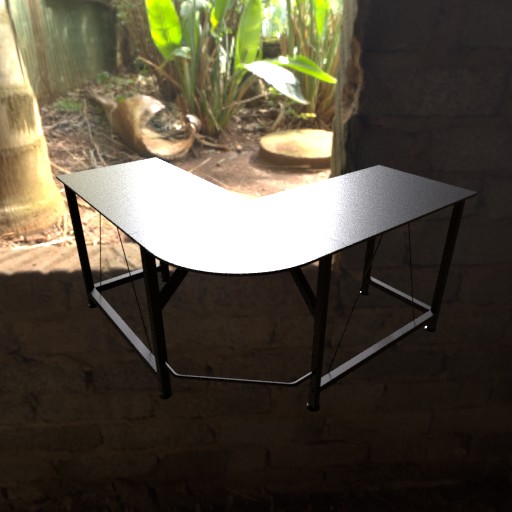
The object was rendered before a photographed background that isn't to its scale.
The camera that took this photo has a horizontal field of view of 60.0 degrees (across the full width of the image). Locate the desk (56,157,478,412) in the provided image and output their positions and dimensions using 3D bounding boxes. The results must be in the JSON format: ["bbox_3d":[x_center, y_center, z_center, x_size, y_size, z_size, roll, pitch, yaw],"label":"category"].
[{"bbox_3d":[0.000,0.000,2.246,1.400,0.762,1.400,-20,34,-33],"label":"desk"}]
